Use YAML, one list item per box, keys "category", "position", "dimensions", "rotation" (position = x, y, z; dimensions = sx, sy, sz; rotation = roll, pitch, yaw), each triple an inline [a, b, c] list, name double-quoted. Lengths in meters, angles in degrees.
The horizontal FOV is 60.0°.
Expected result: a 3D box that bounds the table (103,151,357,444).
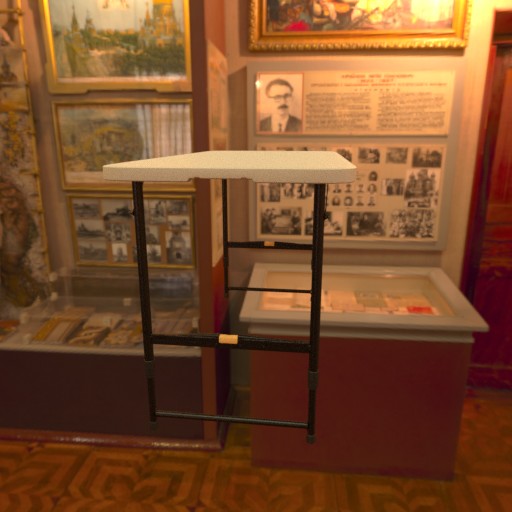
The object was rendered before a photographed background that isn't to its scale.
- category: "table"
  position: [0.000, 0.000, 1.671]
  dimensions: [0.611, 0.737, 1.245]
  rotation: [2, 15, 7]
